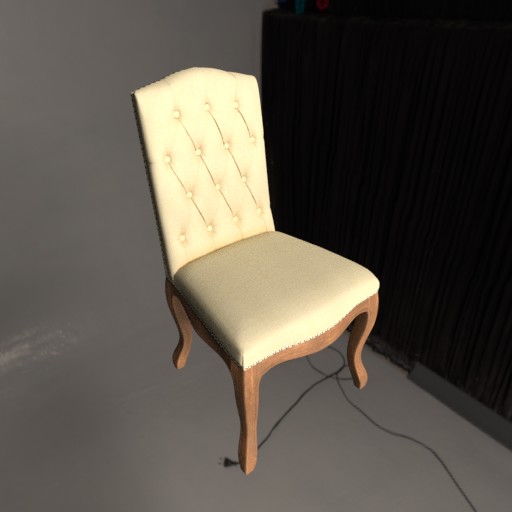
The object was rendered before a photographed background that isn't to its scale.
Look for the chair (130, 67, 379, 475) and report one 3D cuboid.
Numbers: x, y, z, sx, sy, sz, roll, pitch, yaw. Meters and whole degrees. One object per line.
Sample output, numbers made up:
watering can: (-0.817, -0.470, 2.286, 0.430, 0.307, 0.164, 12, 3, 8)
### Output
chair: (0.000, 0.000, 1.557, 0.623, 1.165, 0.715, -23, 38, -33)
